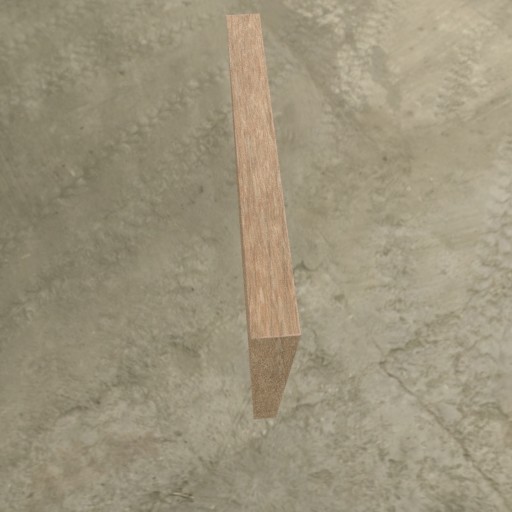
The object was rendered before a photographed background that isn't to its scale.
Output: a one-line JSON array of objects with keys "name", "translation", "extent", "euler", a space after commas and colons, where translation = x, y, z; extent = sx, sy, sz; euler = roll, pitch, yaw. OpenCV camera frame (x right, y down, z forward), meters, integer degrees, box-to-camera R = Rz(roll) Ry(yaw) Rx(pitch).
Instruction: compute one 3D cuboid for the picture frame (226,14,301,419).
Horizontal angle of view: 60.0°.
[{"name": "picture frame", "translation": [0.000, 0.000, 0.703], "extent": [0.043, 0.526, 0.424], "euler": [-4, 63, -2]}]
